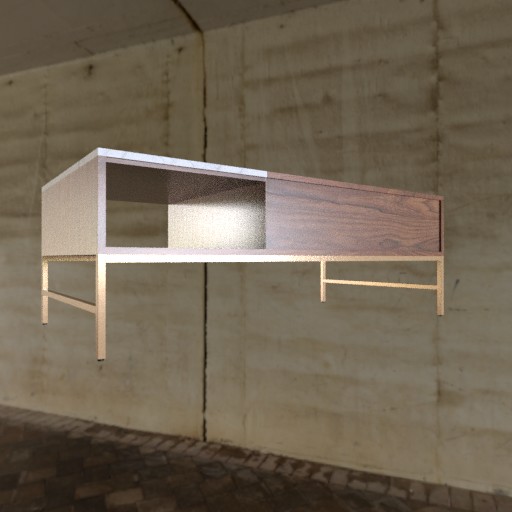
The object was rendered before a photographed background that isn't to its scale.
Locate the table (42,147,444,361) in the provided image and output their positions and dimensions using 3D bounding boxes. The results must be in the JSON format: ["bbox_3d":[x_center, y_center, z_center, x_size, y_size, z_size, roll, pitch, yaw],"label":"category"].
[{"bbox_3d":[0.000,0.000,1.909,1.553,0.551,0.789,0,0,-35],"label":"table"}]
